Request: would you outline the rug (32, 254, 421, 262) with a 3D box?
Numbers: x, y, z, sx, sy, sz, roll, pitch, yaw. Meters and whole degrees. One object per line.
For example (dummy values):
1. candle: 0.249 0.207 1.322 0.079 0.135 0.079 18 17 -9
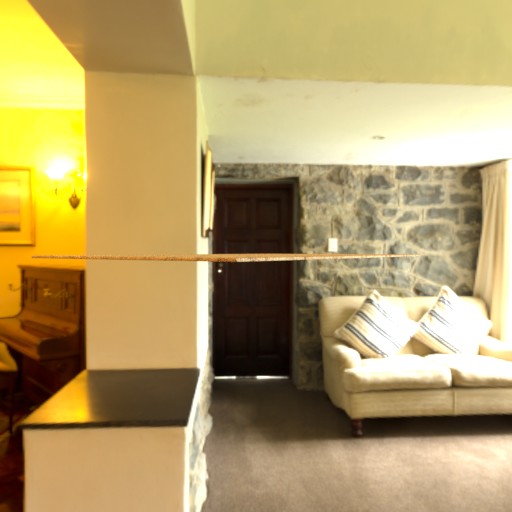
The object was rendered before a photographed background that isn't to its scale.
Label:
1. rug: 0.000 0.000 3.022 1.528 0.014 2.292 0 1 37
